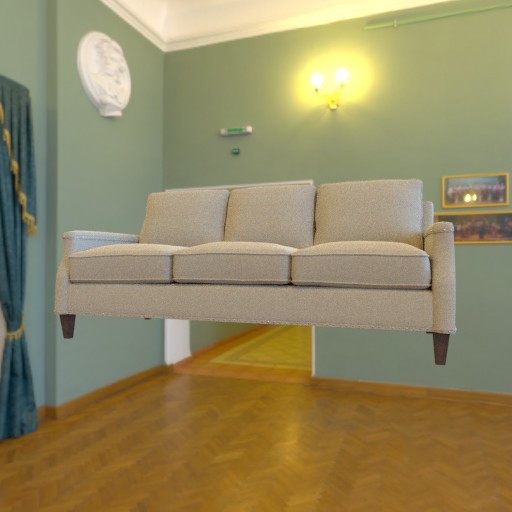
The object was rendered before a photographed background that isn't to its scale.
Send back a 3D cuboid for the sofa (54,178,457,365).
[{"bbox_3d":[0.000,0.000,2.825,2.246,1.003,1.084,0,0,18],"label":"sofa"}]
